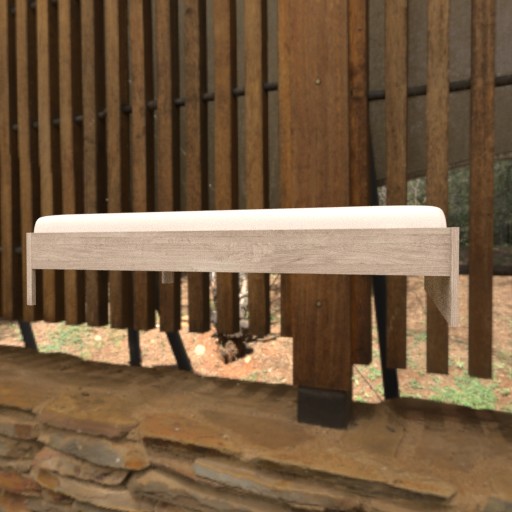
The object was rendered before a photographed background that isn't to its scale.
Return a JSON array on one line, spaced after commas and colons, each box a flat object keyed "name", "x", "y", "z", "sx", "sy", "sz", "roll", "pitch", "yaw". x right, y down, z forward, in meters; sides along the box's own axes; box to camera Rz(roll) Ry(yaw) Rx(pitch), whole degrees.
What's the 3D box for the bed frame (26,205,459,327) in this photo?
[{"name": "bed frame", "x": 0.000, "y": 0.000, "z": 2.548, "sx": 1.950, "sy": 0.462, "sz": 1.490, "roll": 0, "pitch": 1, "yaw": 17}]
